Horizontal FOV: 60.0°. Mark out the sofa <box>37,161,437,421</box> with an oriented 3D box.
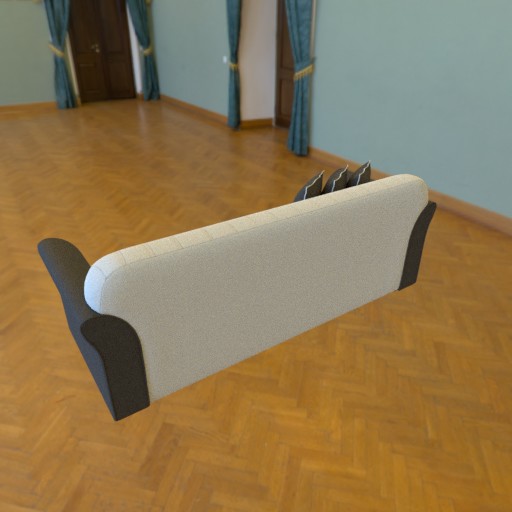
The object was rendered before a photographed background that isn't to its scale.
[{"bbox_3d":[0.000,0.000,2.410,2.001,0.787,0.755,-18,34,-29],"label":"sofa"}]
